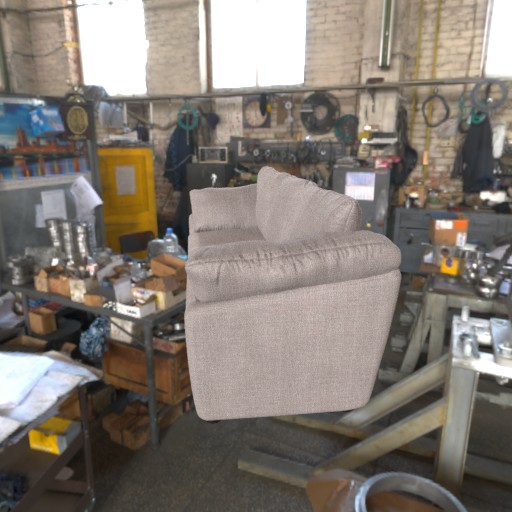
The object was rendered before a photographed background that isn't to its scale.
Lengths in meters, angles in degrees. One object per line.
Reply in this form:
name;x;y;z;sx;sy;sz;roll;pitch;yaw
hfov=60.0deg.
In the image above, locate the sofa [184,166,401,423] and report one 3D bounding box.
sofa;0.000;0.000;2.812;0.878;0.996;2.334;-2;15;-8
